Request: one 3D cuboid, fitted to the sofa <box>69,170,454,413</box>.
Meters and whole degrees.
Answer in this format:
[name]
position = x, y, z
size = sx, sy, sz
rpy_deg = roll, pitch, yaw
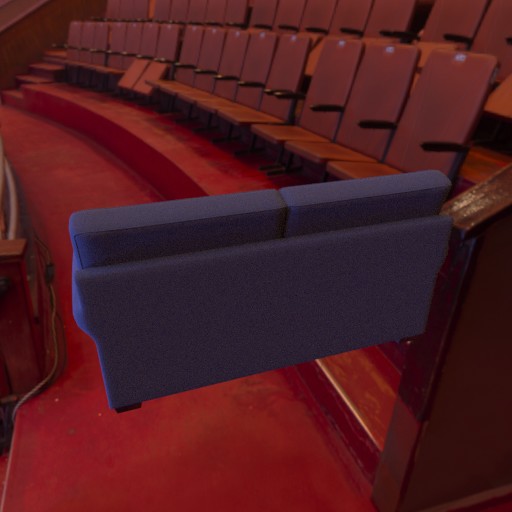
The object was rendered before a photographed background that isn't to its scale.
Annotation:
[sofa]
position = 0.000, 0.000, 2.525
size = 1.930, 1.020, 0.940
rpy_deg = -9, 29, -17
